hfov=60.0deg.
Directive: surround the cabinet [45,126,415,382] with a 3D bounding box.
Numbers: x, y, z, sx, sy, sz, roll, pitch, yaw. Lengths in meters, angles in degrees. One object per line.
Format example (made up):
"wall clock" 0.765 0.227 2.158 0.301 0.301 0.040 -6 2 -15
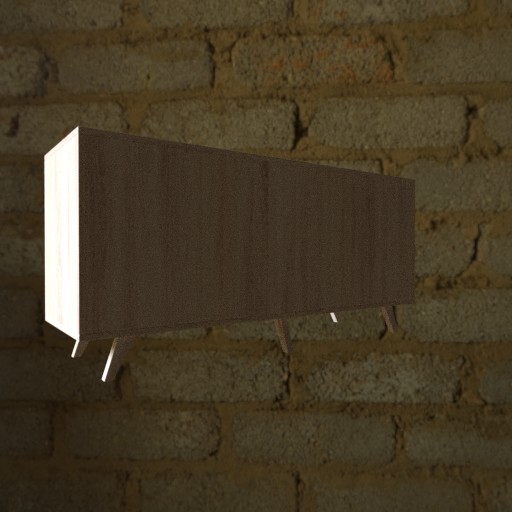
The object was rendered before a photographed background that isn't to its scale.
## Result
"cabinet" 0.000 0.000 1.993 1.650 0.780 0.500 0 1 -36
